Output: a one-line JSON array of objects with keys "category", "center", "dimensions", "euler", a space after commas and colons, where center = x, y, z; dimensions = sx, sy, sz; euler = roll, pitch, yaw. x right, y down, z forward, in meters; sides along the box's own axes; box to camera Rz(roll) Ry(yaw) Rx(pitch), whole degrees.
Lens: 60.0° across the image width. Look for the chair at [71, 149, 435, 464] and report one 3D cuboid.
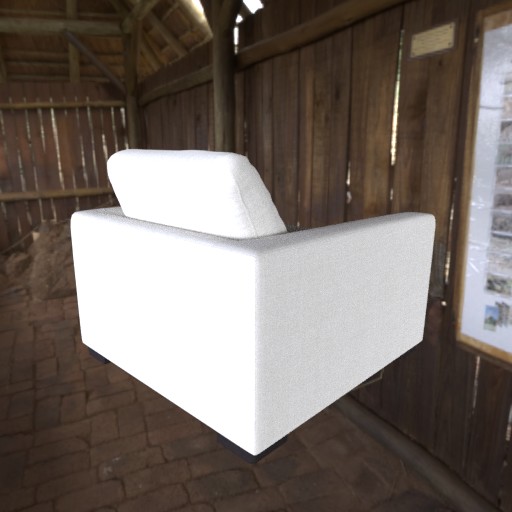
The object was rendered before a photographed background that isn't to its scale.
[{"category": "chair", "center": [0.000, 0.000, 1.868], "dimensions": [1.070, 0.876, 1.100], "euler": [13, 19, 43]}]
